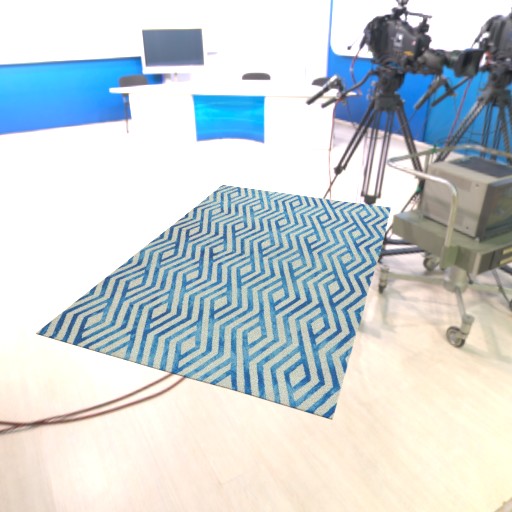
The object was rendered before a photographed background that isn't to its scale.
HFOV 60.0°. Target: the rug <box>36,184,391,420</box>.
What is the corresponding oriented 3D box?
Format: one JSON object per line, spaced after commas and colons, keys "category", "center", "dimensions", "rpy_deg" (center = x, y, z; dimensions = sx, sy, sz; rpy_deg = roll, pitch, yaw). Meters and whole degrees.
{"category": "rug", "center": [0.000, 0.000, 2.358], "dimensions": [1.225, 0.008, 1.830], "rpy_deg": [10, 31, 18]}
